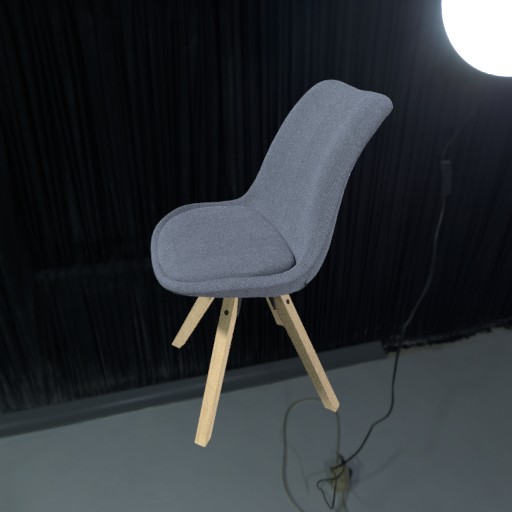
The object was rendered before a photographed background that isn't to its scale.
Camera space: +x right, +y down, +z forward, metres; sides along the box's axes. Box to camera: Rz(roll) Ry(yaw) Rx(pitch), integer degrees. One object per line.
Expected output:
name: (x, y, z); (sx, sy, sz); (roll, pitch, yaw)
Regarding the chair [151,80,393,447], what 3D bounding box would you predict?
chair: (0.000, 0.000, 1.206); (0.550, 0.850, 0.485); (-9, 31, -15)
